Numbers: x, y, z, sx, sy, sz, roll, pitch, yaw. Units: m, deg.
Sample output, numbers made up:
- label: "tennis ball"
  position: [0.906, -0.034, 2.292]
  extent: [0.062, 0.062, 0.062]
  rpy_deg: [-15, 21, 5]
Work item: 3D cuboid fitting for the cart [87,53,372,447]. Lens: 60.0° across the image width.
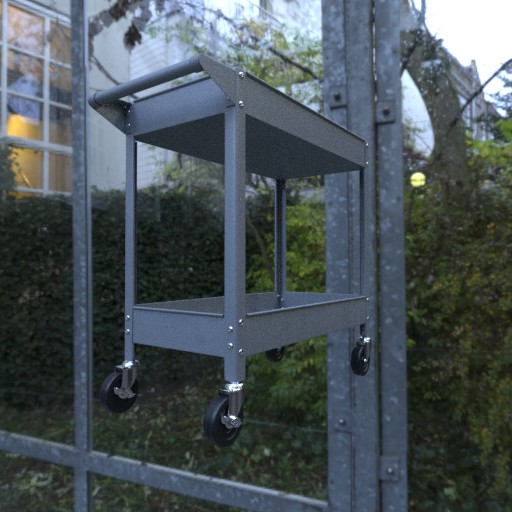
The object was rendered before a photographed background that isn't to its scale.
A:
- label: "cart"
  position: [0.000, 0.000, 1.172]
  extent: [0.366, 0.719, 0.779]
  rpy_deg: [-1, -1, 36]
